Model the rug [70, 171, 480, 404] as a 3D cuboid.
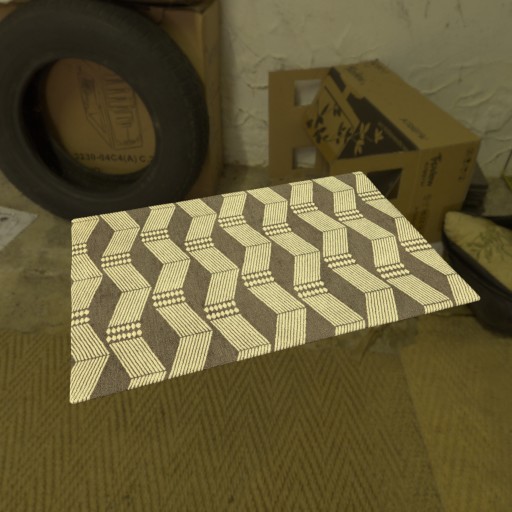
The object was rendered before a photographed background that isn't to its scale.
[{"bbox_3d":[0.000,0.000,2.301,1.833,0.016,1.210,-11,42,-13],"label":"rug"}]
